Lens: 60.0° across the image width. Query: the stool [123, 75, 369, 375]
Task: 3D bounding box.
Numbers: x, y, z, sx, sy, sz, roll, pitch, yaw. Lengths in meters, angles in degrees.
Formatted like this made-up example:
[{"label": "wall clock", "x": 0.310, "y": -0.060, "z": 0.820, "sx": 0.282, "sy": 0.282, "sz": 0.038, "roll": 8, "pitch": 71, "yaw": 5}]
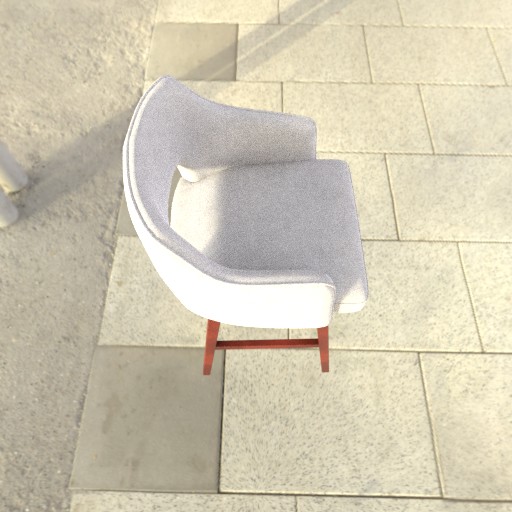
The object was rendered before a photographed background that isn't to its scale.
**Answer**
[{"label": "stool", "x": 0.000, "y": 0.000, "z": 1.346, "sx": 0.558, "sy": 1.012, "sz": 0.548, "roll": -1, "pitch": 62, "yaw": -1}]
